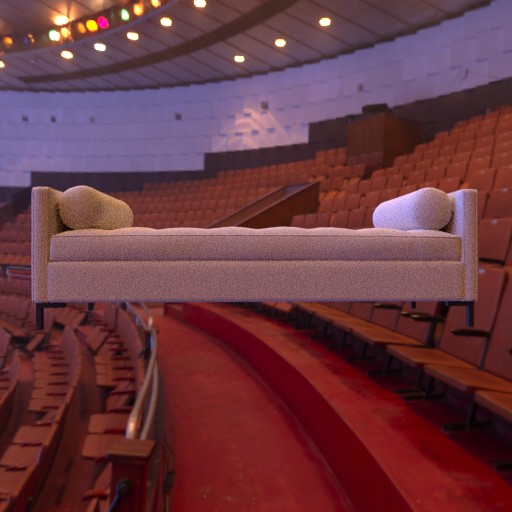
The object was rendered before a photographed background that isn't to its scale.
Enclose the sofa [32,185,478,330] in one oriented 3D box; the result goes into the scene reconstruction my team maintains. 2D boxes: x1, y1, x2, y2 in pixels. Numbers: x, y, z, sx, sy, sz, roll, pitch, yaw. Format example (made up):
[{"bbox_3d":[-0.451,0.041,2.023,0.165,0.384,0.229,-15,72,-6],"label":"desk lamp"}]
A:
[{"bbox_3d":[0.000,0.000,2.309,1.985,0.641,0.746,0,0,-2],"label":"sofa"}]
